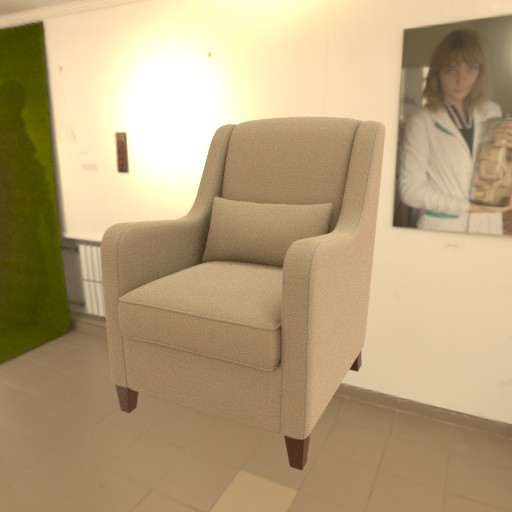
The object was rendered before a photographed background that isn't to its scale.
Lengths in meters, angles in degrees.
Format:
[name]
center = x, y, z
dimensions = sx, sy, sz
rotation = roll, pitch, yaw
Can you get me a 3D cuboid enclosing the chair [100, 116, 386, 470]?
[chair]
center = 0.000, 0.000, 1.624
dimensions = 0.715, 1.017, 0.896
rotation = 7, 15, 25
